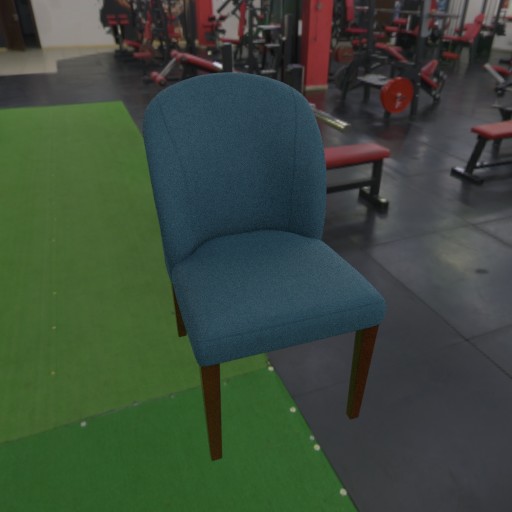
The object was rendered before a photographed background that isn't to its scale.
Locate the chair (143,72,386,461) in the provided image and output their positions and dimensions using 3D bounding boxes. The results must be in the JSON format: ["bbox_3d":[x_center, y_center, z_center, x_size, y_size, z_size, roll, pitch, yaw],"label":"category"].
[{"bbox_3d":[0.000,0.000,1.254,0.507,0.879,0.620,-10,33,-16],"label":"chair"}]
